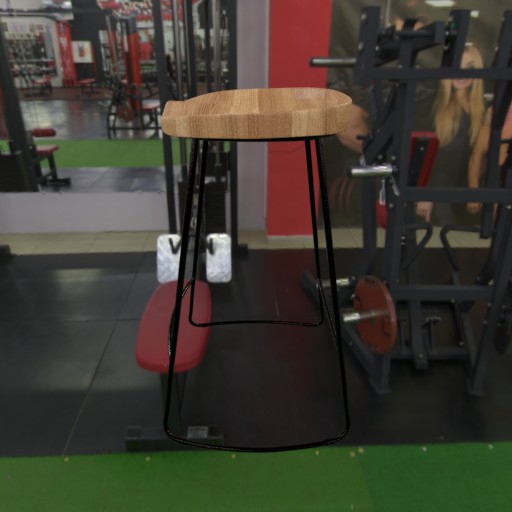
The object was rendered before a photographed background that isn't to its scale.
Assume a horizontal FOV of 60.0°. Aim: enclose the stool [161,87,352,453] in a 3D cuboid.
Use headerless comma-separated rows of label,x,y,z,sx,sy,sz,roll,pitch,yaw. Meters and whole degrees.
stool,0.000,0.000,0.987,0.401,0.679,0.480,0,26,0
